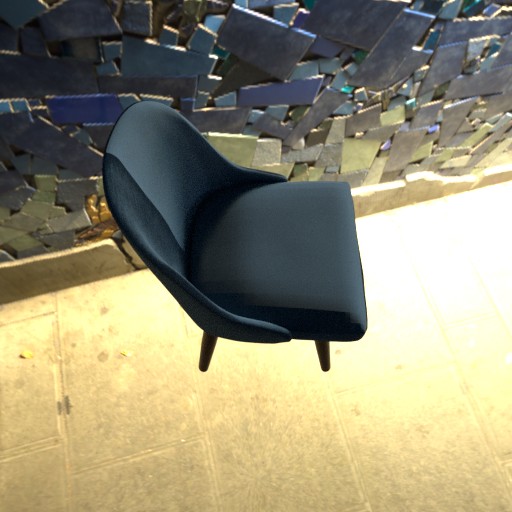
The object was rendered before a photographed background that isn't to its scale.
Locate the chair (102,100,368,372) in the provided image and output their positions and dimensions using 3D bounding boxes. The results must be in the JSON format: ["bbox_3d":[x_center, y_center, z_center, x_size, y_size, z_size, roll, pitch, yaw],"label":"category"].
[{"bbox_3d":[0.000,0.000,1.243,0.589,0.882,0.503,0,63,0],"label":"chair"}]
